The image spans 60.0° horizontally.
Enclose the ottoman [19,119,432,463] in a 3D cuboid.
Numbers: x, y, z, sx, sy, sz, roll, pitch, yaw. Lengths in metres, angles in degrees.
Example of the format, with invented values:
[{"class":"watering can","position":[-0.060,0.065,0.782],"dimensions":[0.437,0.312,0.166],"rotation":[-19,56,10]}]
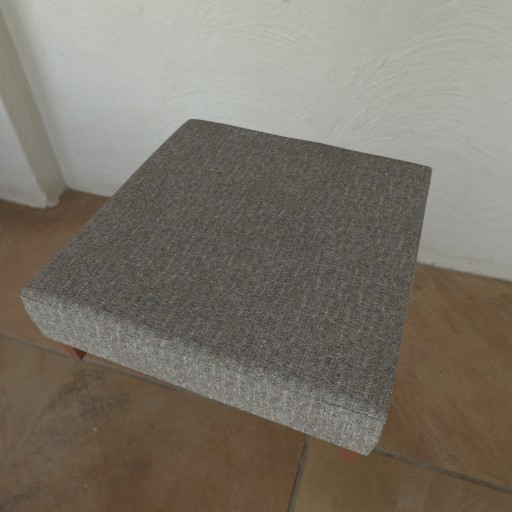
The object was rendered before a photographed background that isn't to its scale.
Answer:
[{"class":"ottoman","position":[0.000,0.000,1.474],"dimensions":[0.981,0.379,1.016],"rotation":[15,48,14]}]
